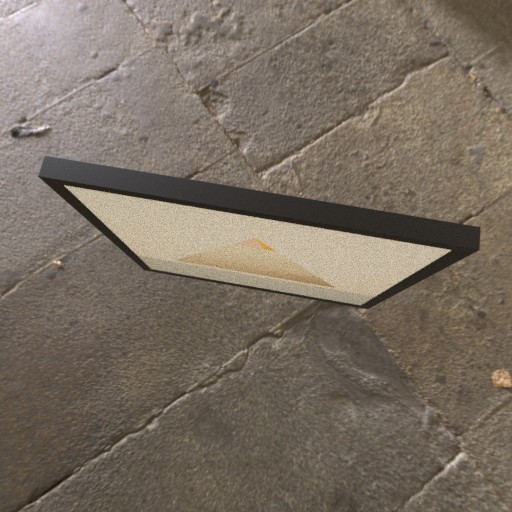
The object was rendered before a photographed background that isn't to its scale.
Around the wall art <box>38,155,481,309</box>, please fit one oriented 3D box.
[{"bbox_3d":[0.000,0.000,1.136,0.769,0.766,0.042,10,76,2],"label":"wall art"}]
